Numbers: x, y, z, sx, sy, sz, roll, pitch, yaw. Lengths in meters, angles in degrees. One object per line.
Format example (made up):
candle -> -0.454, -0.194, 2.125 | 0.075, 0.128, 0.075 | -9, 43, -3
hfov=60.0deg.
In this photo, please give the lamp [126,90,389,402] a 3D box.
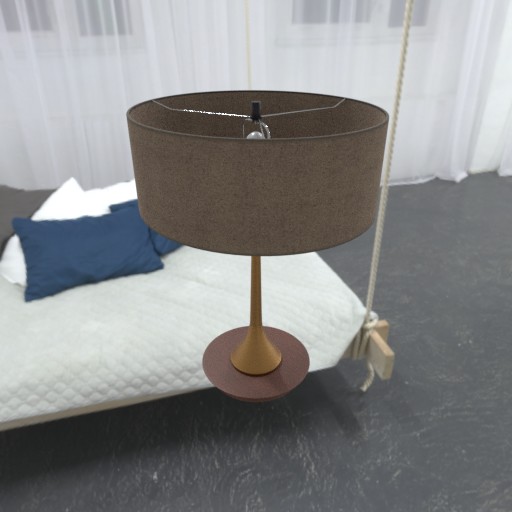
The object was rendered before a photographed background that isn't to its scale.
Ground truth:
lamp -> 0.000, 0.000, 0.827 | 0.396, 0.551, 0.417 | -18, 33, -31
